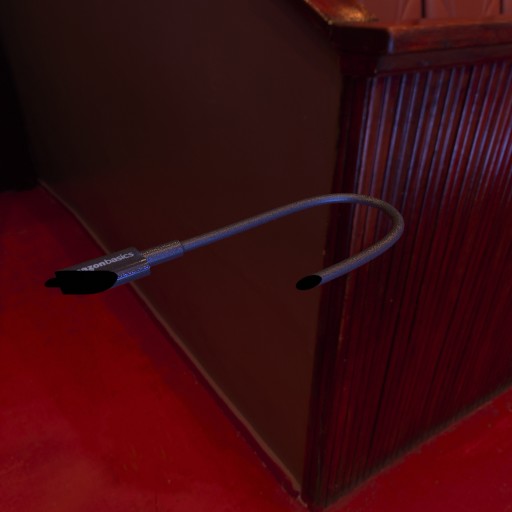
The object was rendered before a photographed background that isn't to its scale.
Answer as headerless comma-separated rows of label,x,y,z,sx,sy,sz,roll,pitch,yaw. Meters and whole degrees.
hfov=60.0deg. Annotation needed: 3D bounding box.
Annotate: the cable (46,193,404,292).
cable,0.000,0.000,0.110,0.098,0.005,0.041,-21,38,-30
